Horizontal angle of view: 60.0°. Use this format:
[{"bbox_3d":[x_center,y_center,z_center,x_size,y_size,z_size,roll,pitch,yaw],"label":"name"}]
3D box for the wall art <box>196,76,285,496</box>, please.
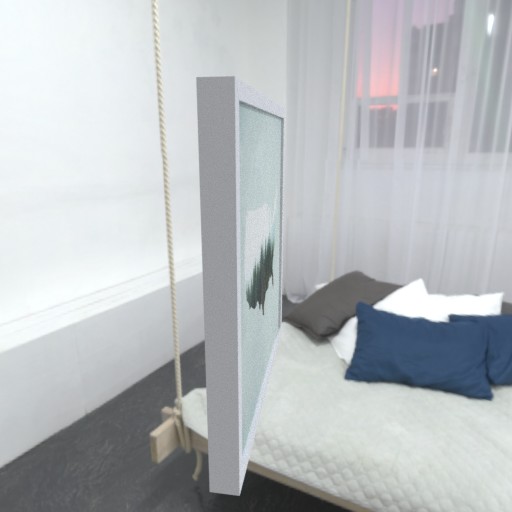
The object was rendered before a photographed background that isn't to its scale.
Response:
[{"bbox_3d":[0.000,0.000,0.755,0.040,0.509,0.509,2,15,9],"label":"wall art"}]
